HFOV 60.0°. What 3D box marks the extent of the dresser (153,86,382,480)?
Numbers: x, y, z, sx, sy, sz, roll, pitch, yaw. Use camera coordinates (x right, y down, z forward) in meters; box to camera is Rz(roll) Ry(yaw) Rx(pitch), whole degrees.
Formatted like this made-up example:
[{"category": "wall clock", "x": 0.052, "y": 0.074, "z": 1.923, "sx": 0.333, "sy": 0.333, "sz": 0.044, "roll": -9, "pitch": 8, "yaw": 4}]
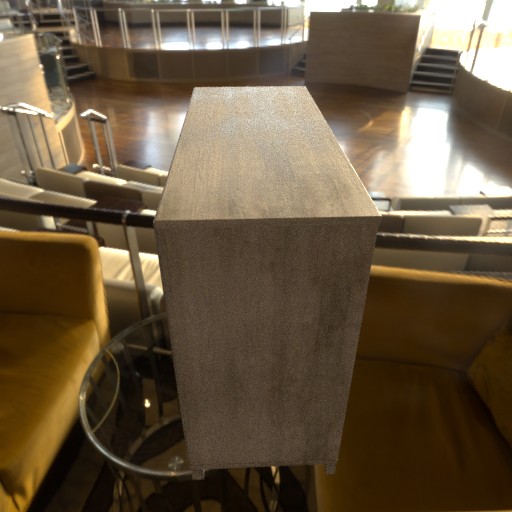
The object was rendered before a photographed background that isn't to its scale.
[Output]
[{"category": "dresser", "x": 0.000, "y": 0.000, "z": 1.419, "sx": 0.404, "sy": 0.816, "sz": 0.994, "roll": -1, "pitch": 34, "yaw": -2}]
